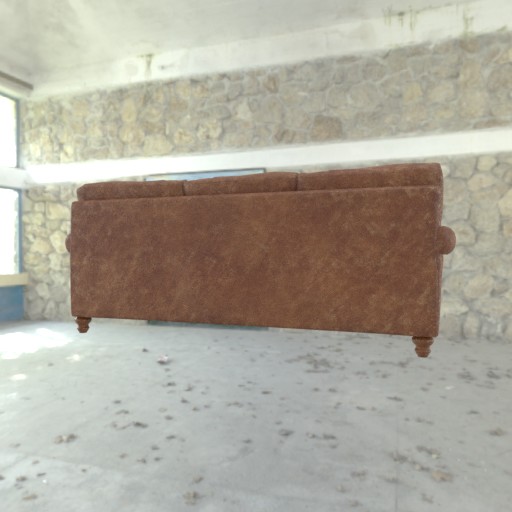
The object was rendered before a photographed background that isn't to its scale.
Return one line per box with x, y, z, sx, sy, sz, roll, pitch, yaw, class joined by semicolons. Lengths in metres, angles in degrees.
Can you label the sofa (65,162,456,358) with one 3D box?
0.000;0.000;2.884;2.351;0.977;0.973;0;1;19;sofa
